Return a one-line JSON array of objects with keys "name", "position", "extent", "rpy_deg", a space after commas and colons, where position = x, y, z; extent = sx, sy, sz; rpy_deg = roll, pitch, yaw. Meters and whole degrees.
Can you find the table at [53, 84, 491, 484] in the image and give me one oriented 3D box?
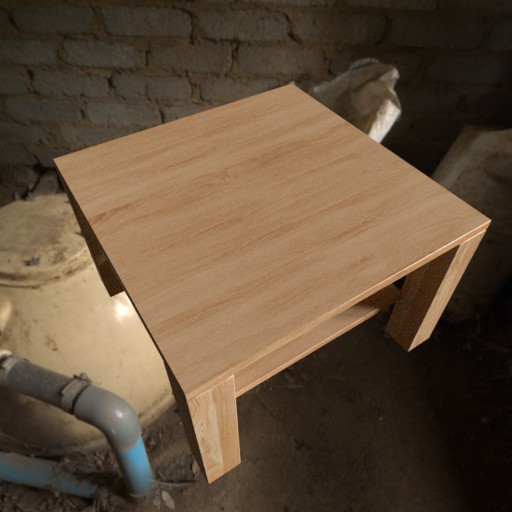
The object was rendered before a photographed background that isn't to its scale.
[{"name": "table", "position": [0.000, 0.000, 1.145], "extent": [0.700, 0.450, 0.700], "rpy_deg": [-25, 52, -21]}]
